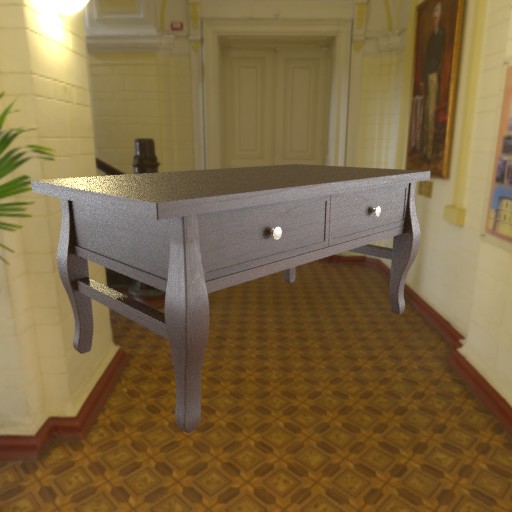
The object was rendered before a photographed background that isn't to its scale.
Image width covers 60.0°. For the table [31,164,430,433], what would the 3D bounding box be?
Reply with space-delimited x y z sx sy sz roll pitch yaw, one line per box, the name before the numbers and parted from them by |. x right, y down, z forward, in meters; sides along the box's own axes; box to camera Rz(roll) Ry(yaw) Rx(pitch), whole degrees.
table | 0.000 0.000 1.372 0.600 0.494 1.062 14 21 43
